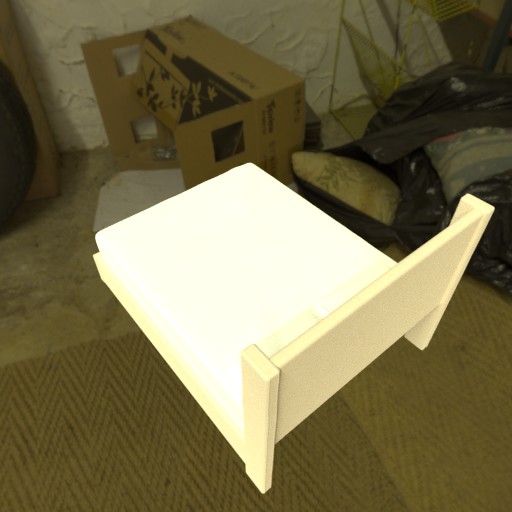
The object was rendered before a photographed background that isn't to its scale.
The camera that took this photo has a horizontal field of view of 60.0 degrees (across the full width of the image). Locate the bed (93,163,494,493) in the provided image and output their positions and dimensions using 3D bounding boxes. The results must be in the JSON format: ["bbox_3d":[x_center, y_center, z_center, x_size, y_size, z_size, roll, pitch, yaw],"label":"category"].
[{"bbox_3d":[0.000,0.000,3.355,1.778,1.471,2.293,-30,53,-26],"label":"bed"}]
